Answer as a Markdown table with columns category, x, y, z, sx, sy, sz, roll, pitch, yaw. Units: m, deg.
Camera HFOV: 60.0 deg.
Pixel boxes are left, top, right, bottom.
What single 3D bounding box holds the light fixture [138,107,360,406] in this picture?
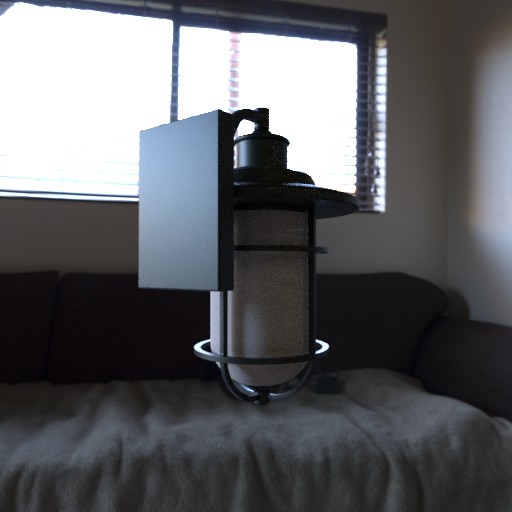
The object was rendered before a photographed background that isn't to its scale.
| category | x | y | z | sx | sy | sz | roll | pitch | yaw |
| --- | --- | --- | --- | --- | --- | --- | --- | --- | --- |
| light fixture | 0.000 | 0.000 | 0.507 | 0.222 | 0.345 | 0.252 | -1 | -2 | 36 |
